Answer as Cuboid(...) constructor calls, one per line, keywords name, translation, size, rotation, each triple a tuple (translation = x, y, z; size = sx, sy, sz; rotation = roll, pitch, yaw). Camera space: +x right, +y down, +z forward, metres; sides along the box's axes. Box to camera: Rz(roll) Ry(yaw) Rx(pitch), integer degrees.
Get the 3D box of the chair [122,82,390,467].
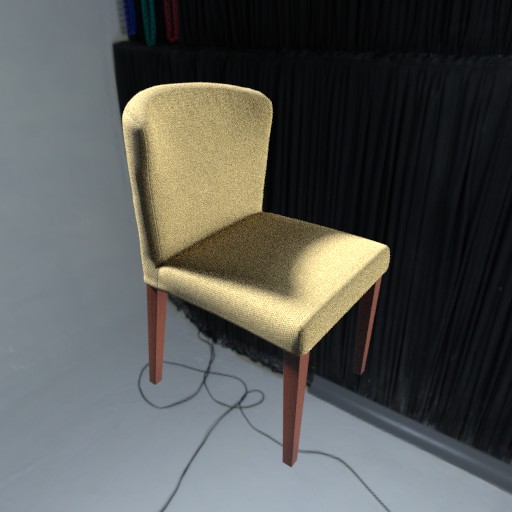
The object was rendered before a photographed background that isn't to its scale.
Cuboid(name="chair", translation=(0.000, 0.000, 1.201), size=(0.589, 0.839, 0.491), rotation=(19, 33, 32))
